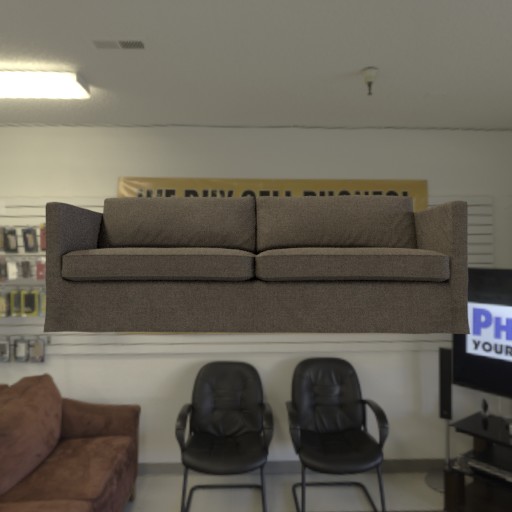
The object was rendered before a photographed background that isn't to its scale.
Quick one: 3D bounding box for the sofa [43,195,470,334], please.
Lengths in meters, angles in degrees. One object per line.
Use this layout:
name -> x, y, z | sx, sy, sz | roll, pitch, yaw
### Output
sofa -> 0.000, 0.000, 3.339 | 2.779, 0.998, 1.036 | 0, 0, 1
